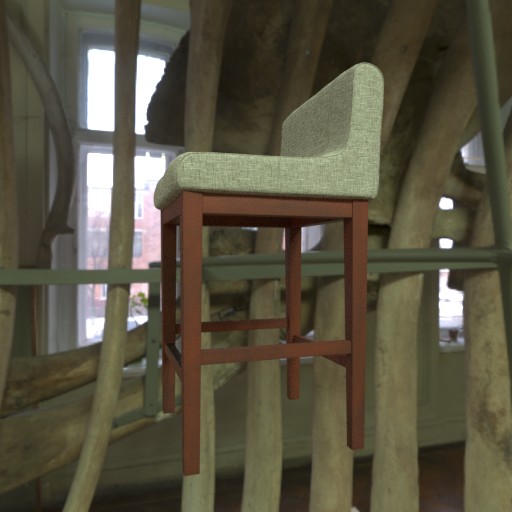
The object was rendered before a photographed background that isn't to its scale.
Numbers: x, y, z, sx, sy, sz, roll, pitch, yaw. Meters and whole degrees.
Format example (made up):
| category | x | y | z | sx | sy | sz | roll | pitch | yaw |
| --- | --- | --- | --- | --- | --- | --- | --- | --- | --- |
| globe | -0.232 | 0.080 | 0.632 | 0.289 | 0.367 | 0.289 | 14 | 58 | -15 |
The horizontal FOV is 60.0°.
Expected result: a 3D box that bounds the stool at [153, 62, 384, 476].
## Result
| category | x | y | z | sx | sy | sz | roll | pitch | yaw |
| --- | --- | --- | --- | --- | --- | --- | --- | --- | --- |
| stool | 0.000 | 0.000 | 1.079 | 0.459 | 0.835 | 0.417 | 0 | 0 | -18 |
